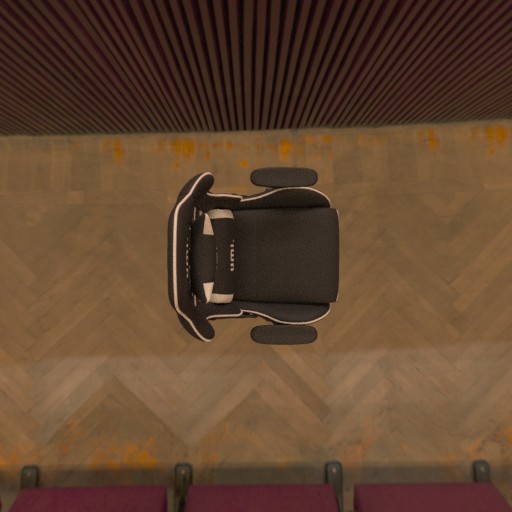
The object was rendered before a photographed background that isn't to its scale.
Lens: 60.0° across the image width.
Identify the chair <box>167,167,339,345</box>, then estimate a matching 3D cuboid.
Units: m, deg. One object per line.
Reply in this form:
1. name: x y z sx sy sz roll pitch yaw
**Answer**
1. chair: 0.000 0.000 1.690 0.700 1.240 0.700 0 91 -1
